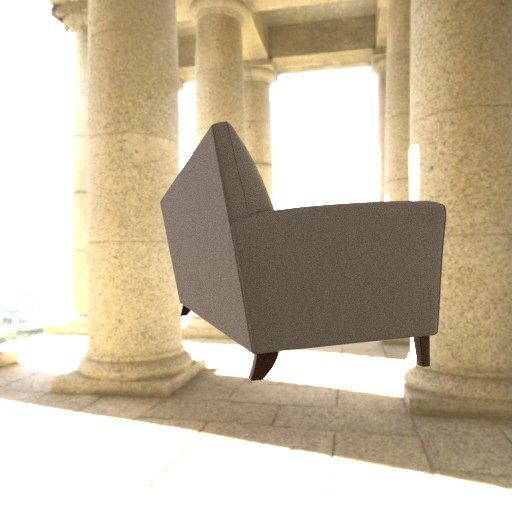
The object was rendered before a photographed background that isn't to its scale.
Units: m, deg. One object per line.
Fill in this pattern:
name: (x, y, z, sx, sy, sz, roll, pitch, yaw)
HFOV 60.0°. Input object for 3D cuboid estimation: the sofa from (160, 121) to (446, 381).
sofa: (0.000, 0.000, 2.431, 0.875, 0.846, 2.000, 0, -1, -17)
